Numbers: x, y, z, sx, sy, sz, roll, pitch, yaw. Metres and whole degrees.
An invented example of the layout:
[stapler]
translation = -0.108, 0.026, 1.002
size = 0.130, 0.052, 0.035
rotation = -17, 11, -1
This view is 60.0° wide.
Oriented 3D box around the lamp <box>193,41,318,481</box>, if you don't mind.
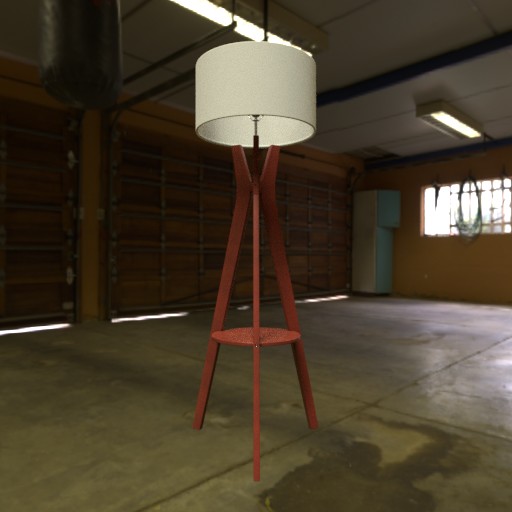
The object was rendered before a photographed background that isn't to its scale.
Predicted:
[lamp]
translation = 0.000, 0.000, 1.717
size = 0.539, 1.472, 0.542
rotation = 0, 0, -1
